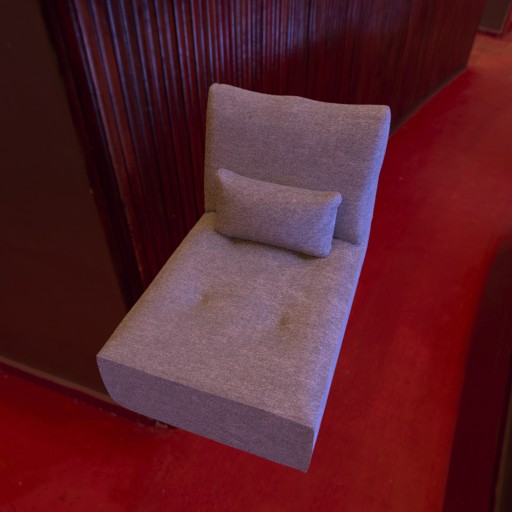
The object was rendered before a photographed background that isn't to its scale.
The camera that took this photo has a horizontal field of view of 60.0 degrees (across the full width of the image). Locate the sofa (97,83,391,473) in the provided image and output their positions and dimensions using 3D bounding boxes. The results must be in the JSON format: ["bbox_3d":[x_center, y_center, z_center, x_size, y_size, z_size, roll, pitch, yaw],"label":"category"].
[{"bbox_3d":[0.000,0.000,1.551,0.700,0.820,1.000,13,43,15],"label":"sofa"}]
